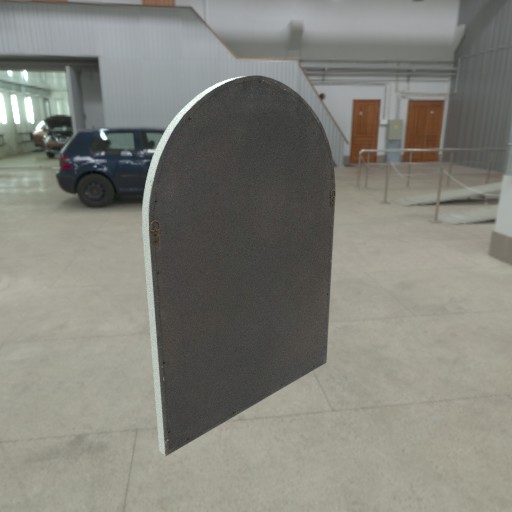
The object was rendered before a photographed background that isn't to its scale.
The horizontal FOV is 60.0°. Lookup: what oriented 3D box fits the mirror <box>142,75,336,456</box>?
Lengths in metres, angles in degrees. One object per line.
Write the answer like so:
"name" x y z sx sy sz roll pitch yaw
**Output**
"mirror" 0.000 0.000 1.217 0.660 0.920 0.032 -16 23 -41
